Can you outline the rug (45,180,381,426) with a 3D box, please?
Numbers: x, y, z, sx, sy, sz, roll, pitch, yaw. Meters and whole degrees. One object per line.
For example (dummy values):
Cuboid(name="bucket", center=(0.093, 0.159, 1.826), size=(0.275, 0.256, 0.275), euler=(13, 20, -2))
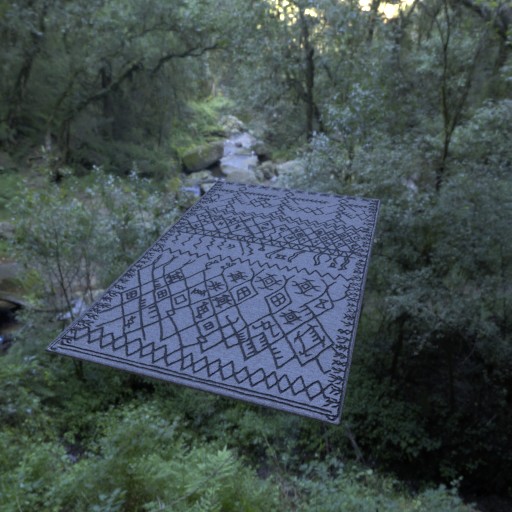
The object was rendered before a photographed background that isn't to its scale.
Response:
Cuboid(name="rug", center=(0.000, 0.000, 3.090), size=(1.526, 0.012, 2.444), euler=(9, 33, 15))
